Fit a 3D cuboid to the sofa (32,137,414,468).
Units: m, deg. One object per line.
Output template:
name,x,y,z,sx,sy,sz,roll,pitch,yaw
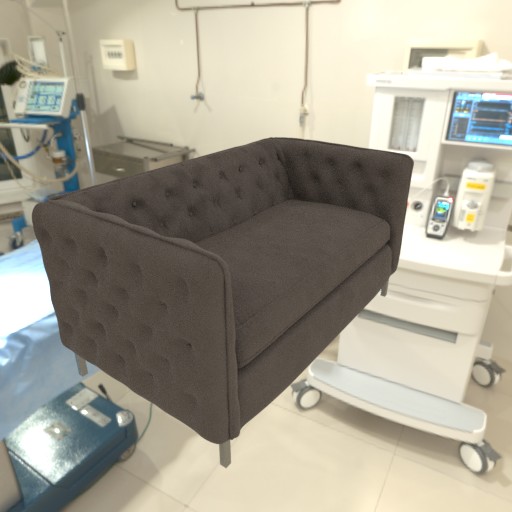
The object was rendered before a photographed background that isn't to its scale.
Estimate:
sofa,0.000,0.000,2.075,0.909,0.810,1.583,18,31,32
